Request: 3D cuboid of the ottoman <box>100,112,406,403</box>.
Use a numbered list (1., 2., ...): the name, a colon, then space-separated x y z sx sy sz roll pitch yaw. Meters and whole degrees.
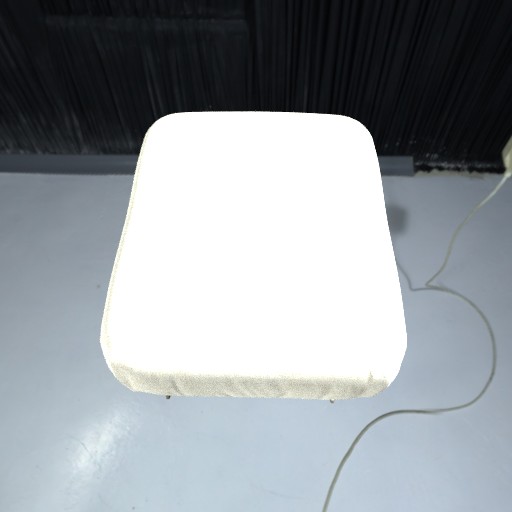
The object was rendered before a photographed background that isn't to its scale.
1. ottoman: 0.000 0.000 1.160 0.622 0.450 0.747 1 57 1
